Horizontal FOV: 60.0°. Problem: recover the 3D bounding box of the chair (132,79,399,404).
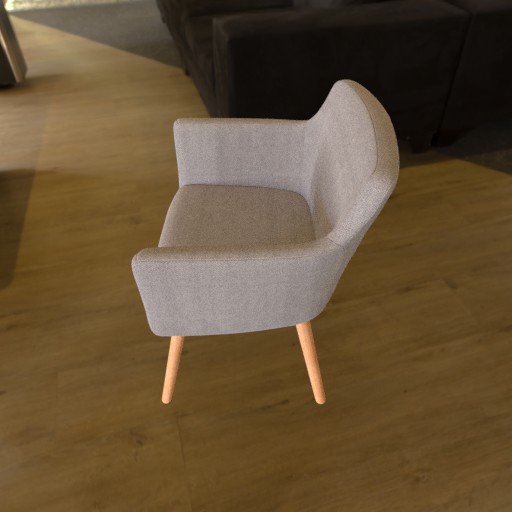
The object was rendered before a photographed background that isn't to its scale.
[{"bbox_3d":[0.000,0.000,1.148,0.540,0.780,0.570,0,43,0],"label":"chair"}]
